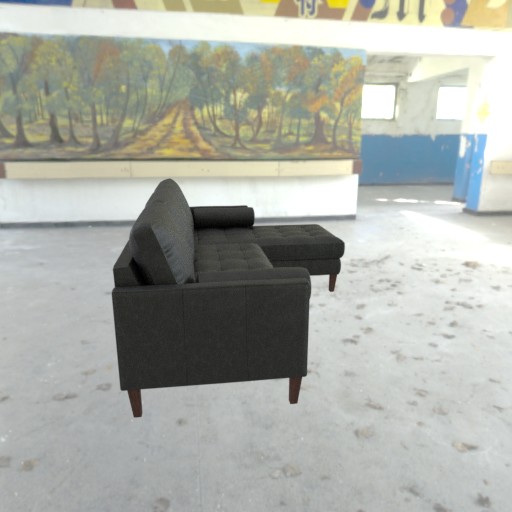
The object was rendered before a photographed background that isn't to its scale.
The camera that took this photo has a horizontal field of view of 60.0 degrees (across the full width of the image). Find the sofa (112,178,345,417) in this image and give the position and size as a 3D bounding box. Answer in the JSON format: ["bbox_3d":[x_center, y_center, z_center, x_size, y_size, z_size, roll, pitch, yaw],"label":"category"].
[{"bbox_3d":[0.000,0.000,2.956,1.497,0.876,2.178,-2,15,-8],"label":"sofa"}]
